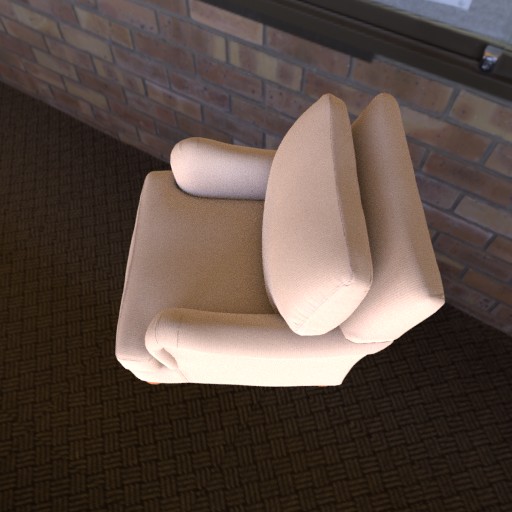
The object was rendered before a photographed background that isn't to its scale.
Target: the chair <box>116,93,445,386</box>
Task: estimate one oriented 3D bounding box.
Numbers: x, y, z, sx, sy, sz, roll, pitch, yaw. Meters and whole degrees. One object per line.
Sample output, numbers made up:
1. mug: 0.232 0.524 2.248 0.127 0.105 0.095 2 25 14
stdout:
1. chair: 0.000 0.000 1.845 1.070 1.038 0.955 0 58 0
